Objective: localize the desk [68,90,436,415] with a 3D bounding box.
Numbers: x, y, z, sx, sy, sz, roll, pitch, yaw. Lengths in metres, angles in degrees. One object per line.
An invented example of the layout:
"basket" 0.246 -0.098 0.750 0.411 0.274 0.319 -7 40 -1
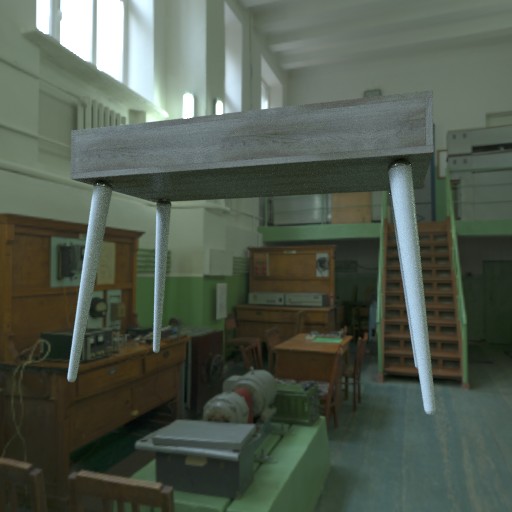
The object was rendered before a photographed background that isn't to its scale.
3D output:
"desk" 0.000 0.000 1.354 0.979 0.723 0.491 -1 -2 17
